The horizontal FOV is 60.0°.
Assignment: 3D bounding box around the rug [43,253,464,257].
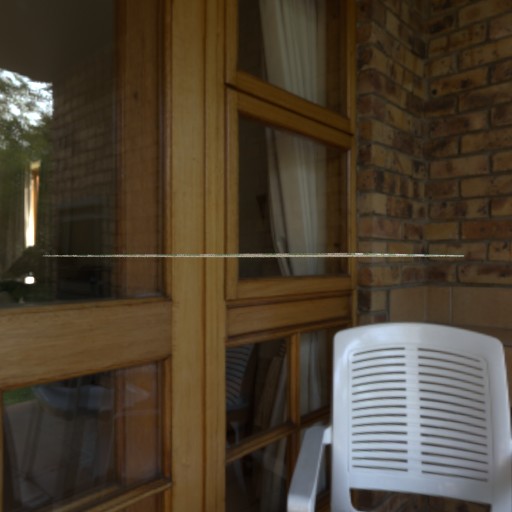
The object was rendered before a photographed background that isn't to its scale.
[{"bbox_3d":[0.000,0.000,4.097,3.045,0.007,2.436,0,0,37],"label":"rug"}]
